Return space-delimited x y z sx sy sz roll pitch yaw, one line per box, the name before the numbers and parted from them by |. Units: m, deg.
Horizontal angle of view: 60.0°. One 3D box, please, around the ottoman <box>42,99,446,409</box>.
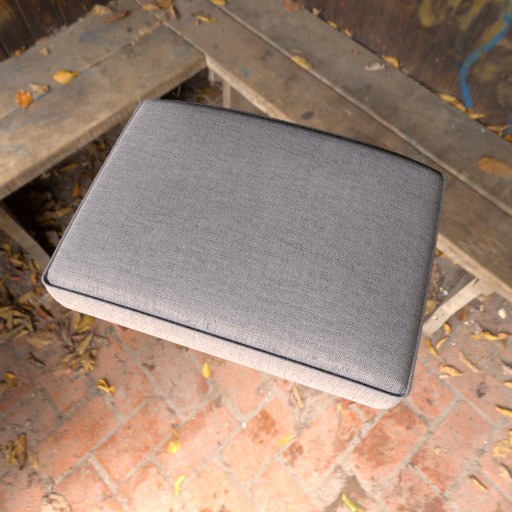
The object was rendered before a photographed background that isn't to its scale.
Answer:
ottoman | 0.000 0.000 1.088 0.750 0.458 0.555 16 65 8
